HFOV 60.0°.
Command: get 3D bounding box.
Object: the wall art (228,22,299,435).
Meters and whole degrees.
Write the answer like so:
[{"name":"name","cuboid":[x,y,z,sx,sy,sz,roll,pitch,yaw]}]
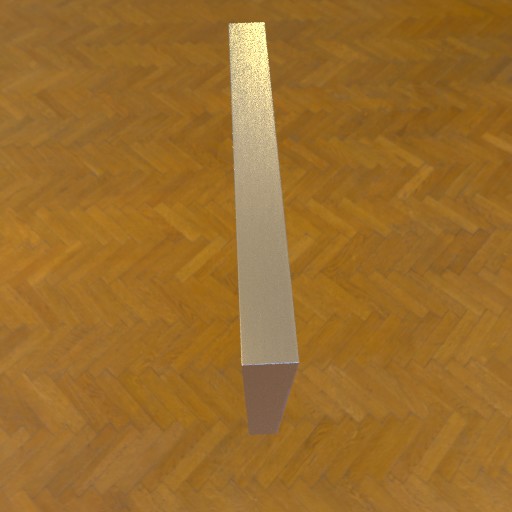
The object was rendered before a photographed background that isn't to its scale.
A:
[{"name":"wall art","cuboid":[0.000,0.000,0.520,0.038,0.350,0.350,-3,61,-2]}]
